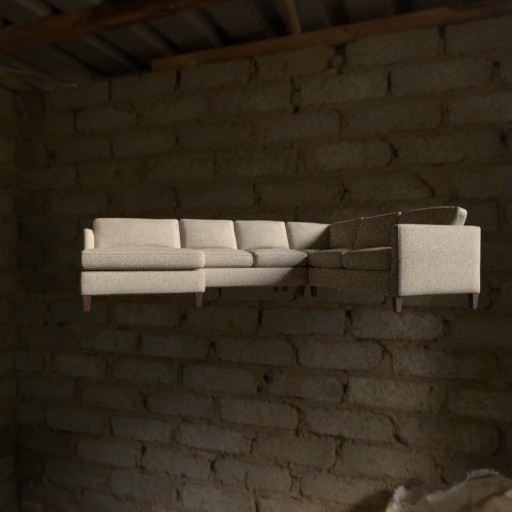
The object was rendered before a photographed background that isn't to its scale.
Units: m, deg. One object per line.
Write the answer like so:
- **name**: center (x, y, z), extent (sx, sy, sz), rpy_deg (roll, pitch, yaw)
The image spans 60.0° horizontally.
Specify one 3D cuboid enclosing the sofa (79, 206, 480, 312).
- **sofa**: center (0.000, 0.000, 4.630), extent (3.460, 0.959, 2.593), rpy_deg (0, 0, -19)
